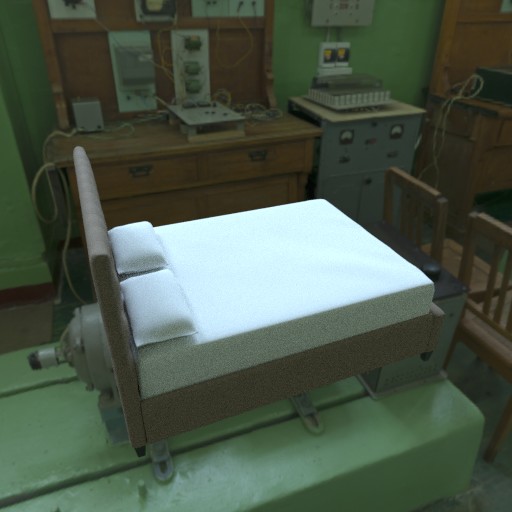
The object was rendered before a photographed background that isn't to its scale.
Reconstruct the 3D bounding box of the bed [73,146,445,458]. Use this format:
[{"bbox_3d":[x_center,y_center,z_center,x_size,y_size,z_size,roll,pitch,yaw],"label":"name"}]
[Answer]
[{"bbox_3d":[0.000,0.000,3.288,2.233,1.426,1.696,-12,33,-19],"label":"bed"}]
